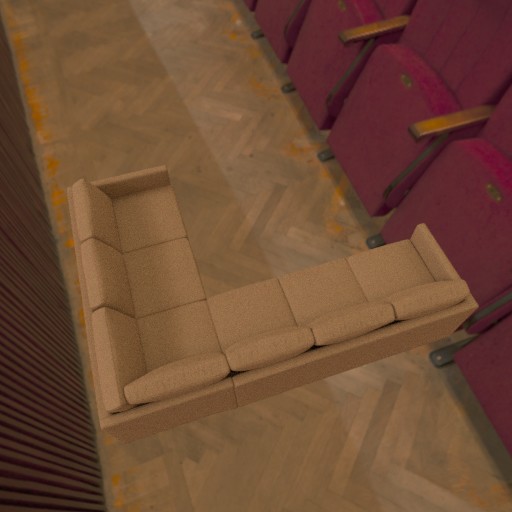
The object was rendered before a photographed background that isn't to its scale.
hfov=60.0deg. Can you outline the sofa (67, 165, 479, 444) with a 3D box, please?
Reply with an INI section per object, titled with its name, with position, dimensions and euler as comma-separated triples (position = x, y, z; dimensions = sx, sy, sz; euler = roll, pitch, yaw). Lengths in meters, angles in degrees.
[sofa]
position = 0.000, 0.000, 4.280
dimensions = 3.182, 0.871, 2.432
euler = -16, 59, -10
